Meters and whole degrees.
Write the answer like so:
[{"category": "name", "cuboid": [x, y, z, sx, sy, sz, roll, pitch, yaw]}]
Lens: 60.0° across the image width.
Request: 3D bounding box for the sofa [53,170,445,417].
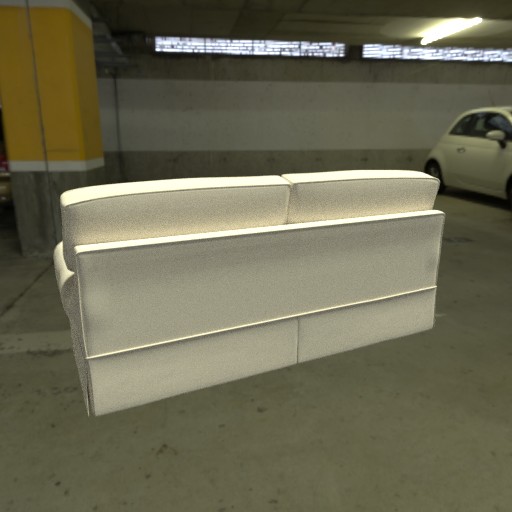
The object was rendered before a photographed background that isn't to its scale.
[{"category": "sofa", "cuboid": [0.000, 0.000, 2.456, 2.021, 0.937, 0.862, -7, 17, -26]}]
